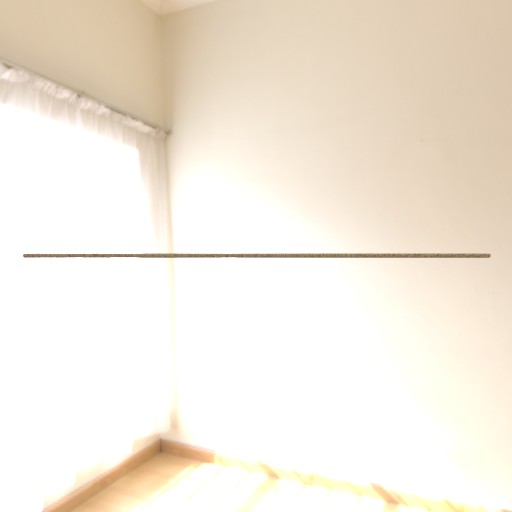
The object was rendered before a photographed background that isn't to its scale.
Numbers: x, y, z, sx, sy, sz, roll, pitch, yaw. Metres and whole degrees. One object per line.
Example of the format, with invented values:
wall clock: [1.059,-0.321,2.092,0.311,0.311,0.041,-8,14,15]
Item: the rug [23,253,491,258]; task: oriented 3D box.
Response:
rug: [0.000,0.000,4.073,3.047,0.029,2.438,0,0,-1]
